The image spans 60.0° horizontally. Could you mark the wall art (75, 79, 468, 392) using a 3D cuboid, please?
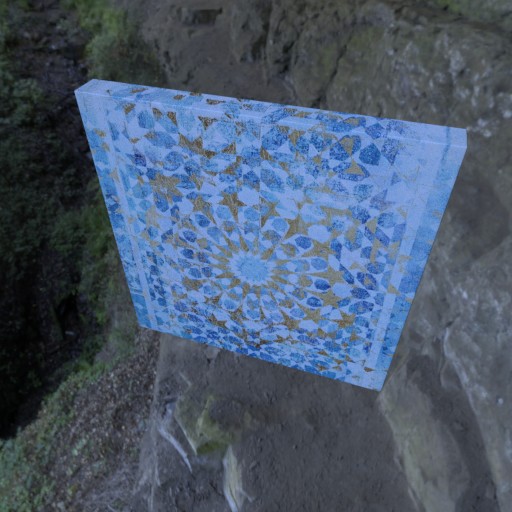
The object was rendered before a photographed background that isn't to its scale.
[{"bbox_3d":[0.000,0.000,0.586,0.405,0.405,0.037,12,44,13],"label":"wall art"}]
